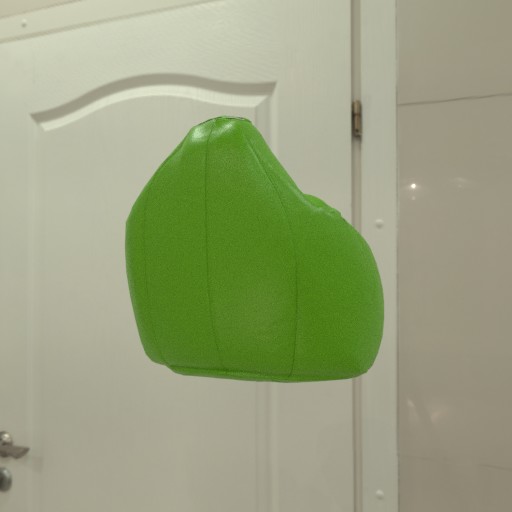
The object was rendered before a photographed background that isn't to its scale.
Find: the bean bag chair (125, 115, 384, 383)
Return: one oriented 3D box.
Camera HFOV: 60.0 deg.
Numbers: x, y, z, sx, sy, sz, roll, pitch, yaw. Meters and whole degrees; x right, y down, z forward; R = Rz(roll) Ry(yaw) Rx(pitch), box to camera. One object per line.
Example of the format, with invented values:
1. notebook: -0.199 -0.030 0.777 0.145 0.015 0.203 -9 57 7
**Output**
1. bean bag chair: 0.000 0.000 1.932 1.070 0.990 1.070 0 -1 18
